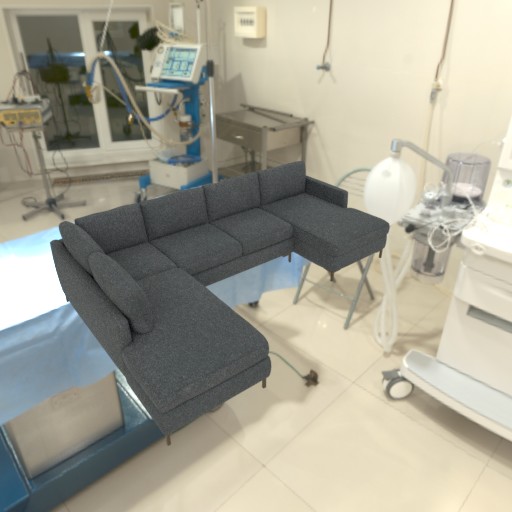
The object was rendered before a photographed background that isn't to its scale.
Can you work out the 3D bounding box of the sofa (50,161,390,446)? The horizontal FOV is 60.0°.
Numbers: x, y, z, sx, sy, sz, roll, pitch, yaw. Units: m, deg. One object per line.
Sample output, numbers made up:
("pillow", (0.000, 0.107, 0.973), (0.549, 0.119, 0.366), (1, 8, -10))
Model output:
("sofa", (0.000, 0.000, 3.943), (2.956, 0.813, 2.007), (-21, 36, -33))
